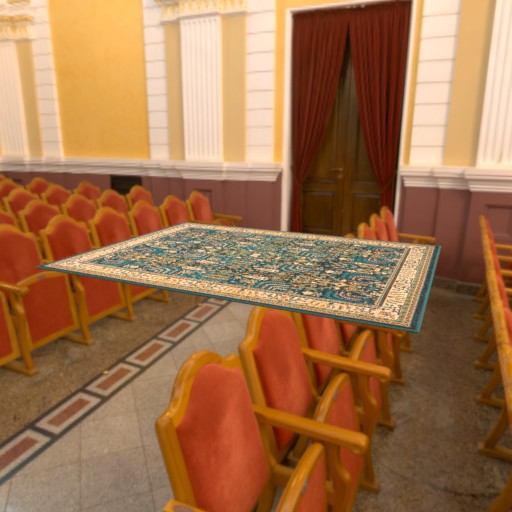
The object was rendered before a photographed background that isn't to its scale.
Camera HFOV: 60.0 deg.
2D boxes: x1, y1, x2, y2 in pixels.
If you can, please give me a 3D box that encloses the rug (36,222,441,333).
[{"bbox_3d":[0.000,0.000,4.071,3.044,0.015,2.226,7,17,24],"label":"rug"}]
